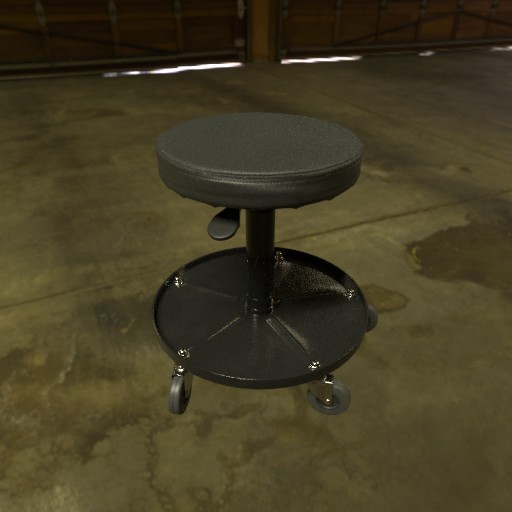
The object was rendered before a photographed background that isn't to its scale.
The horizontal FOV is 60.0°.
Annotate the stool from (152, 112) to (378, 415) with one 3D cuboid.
[{"bbox_3d":[0.000,0.000,0.675,0.381,0.365,0.382,11,33,17],"label":"stool"}]
